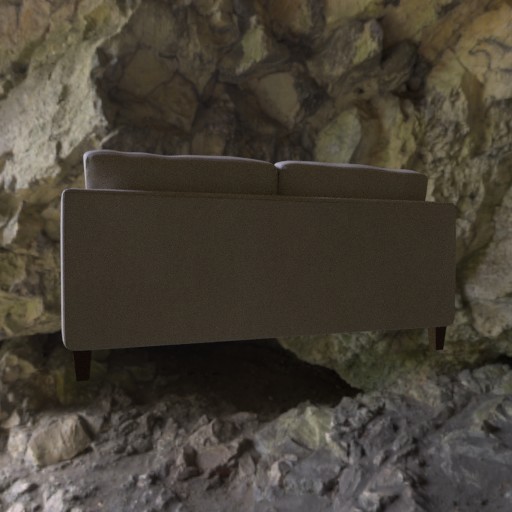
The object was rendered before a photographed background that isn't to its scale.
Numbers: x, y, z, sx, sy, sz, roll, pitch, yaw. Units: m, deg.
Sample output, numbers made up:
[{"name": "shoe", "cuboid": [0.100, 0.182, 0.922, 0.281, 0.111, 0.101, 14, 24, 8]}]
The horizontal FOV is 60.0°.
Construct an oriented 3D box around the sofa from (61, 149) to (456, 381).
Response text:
[{"name": "sofa", "cuboid": [0.000, 0.000, 2.379, 1.846, 0.940, 0.950, 0, 1, -18]}]
